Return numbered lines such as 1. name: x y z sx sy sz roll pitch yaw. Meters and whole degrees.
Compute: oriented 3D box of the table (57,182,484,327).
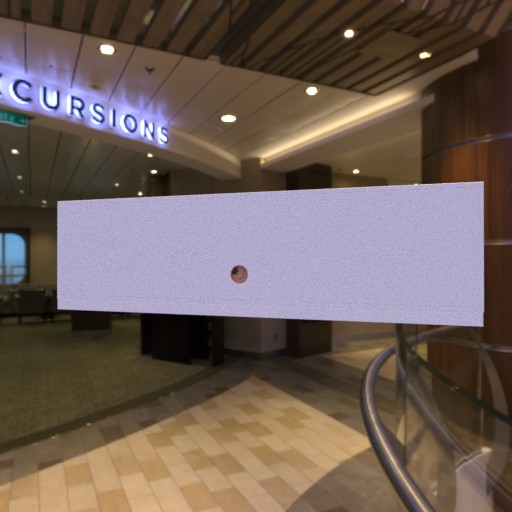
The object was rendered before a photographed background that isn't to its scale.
1. table: 0.000 0.000 1.745 1.550 0.440 0.400 0 0 17
